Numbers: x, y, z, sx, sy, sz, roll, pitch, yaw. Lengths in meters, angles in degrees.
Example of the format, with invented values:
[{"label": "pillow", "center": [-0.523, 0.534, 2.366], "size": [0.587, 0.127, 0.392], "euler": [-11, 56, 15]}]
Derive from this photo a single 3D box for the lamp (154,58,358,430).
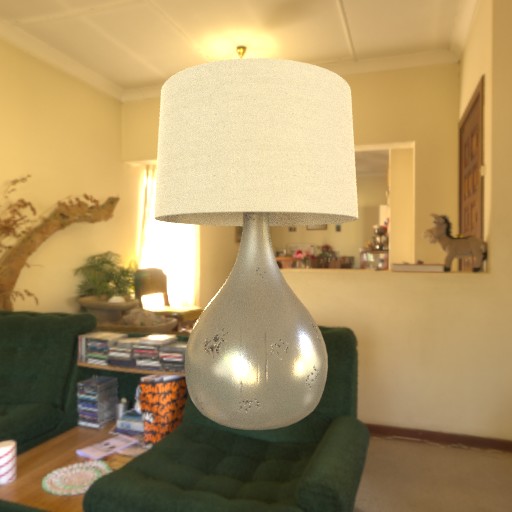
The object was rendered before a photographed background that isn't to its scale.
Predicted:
[{"label": "lamp", "center": [0.000, 0.000, 0.734], "size": [0.330, 0.521, 0.330], "euler": [0, 1, 0]}]
